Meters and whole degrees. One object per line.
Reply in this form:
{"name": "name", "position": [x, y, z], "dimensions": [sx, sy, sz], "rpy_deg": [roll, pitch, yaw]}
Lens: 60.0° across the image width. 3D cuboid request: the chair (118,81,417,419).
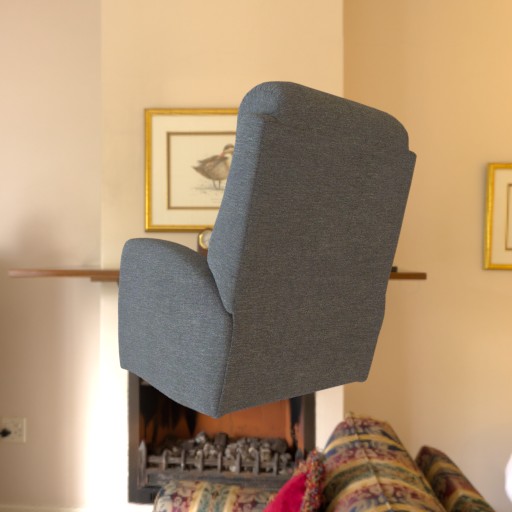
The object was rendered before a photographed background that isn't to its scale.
{"name": "chair", "position": [0.000, 0.000, 1.739], "dimensions": [0.798, 1.013, 1.043], "rpy_deg": [0, 0, -36]}
